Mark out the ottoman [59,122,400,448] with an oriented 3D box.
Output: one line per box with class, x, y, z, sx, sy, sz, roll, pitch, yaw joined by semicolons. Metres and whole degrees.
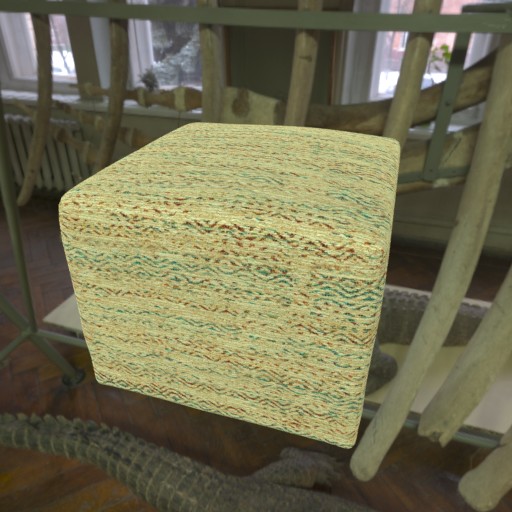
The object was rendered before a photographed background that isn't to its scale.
ottoman;0.000;0.000;0.919;0.512;0.453;0.521;9;32;15
